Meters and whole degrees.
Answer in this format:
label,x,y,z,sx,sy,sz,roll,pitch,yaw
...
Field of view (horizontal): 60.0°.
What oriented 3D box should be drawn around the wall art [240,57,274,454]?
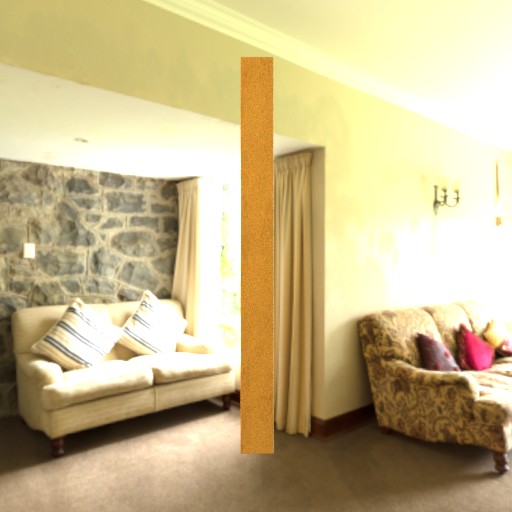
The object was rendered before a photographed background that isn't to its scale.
label,x,y,z,sx,sy,sz,roll,pitch,yaw
wall art,0.000,0.000,0.691,0.032,0.380,0.532,0,0,0
